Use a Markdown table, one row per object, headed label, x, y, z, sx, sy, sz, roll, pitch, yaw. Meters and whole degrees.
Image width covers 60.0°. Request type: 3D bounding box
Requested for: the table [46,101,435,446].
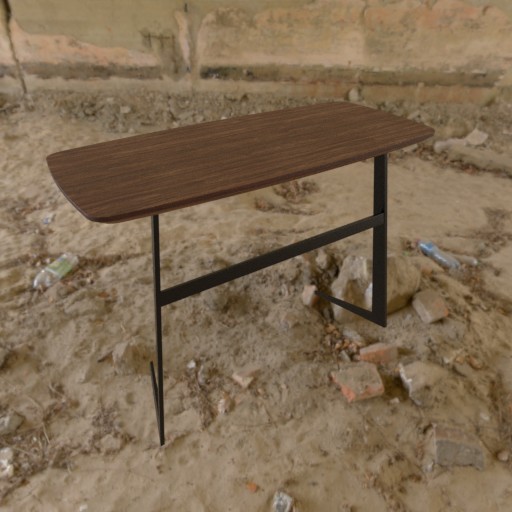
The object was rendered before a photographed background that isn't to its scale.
| label | x | y | z | sx | sy | sz | roll | pitch | yaw |
| --- | --- | --- | --- | --- | --- | --- | --- | --- | --- |
| table | 0.000 | 0.000 | 1.091 | 0.804 | 0.576 | 0.361 | -20 | 38 | -27 |
